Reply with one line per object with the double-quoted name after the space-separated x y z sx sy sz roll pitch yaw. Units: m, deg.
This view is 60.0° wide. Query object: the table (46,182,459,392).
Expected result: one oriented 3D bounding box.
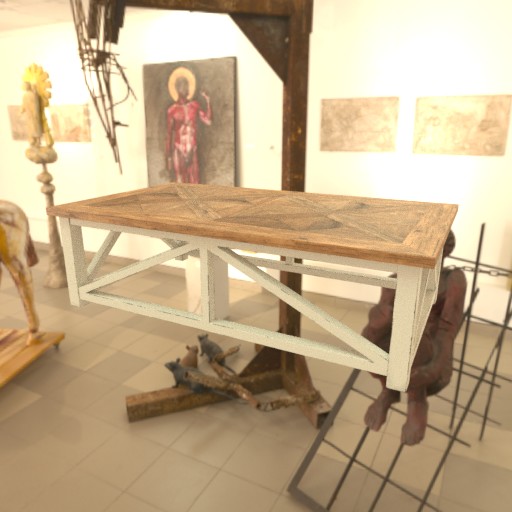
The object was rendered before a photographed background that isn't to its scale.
0.000 0.000 1.788 1.400 0.410 0.800 9 19 26 "table"
